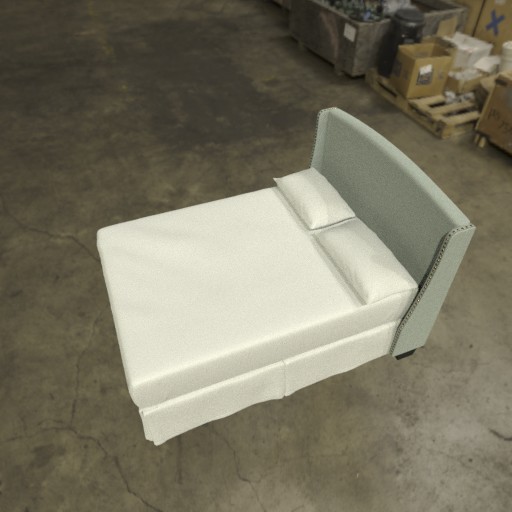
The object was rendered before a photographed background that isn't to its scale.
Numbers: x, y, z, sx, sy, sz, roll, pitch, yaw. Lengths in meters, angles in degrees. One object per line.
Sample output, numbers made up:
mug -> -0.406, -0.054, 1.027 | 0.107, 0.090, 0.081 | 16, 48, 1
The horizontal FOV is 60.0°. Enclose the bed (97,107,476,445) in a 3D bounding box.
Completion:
bed -> 0.000, 0.000, 3.367 | 2.237, 1.407, 1.710 | -16, 46, -15
